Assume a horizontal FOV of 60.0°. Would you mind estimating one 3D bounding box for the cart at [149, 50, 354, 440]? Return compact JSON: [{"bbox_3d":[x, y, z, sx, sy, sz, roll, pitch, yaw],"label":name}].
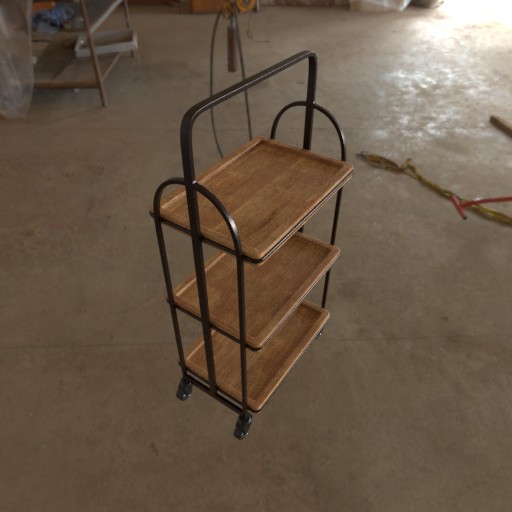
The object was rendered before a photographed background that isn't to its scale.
[{"bbox_3d":[0.000,0.000,1.260,0.327,1.001,0.553,24,46,25],"label":"cart"}]
